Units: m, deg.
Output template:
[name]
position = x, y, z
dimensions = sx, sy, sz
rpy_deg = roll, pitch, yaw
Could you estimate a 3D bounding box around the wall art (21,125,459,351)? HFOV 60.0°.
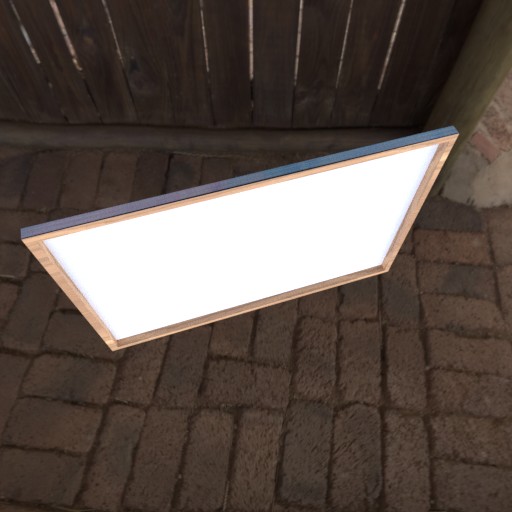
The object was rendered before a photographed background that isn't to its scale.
[wall art]
position = 0.000, 0.000, 1.434
dimensions = 1.137, 0.756, 0.034
rpy_deg = -15, 60, -9
